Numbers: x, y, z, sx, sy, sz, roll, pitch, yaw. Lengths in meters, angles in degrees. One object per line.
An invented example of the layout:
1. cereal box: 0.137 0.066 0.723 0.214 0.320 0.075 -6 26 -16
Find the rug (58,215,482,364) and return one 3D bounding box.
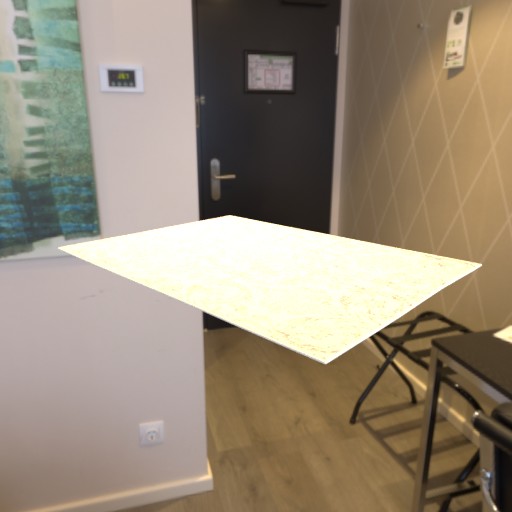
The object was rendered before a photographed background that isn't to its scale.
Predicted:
1. rug: 0.000 0.000 2.822 2.202 0.014 1.598 15 22 42
